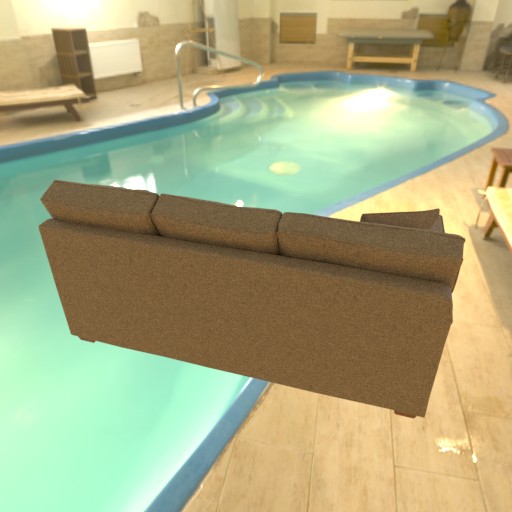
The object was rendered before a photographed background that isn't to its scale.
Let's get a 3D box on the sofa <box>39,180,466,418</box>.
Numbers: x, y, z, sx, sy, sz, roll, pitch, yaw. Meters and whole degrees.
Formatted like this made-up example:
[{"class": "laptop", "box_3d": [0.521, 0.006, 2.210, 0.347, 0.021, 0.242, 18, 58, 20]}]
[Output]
[{"class": "sofa", "box_3d": [0.000, 0.000, 2.492, 1.963, 0.946, 1.034, 9, 33, 15]}]
